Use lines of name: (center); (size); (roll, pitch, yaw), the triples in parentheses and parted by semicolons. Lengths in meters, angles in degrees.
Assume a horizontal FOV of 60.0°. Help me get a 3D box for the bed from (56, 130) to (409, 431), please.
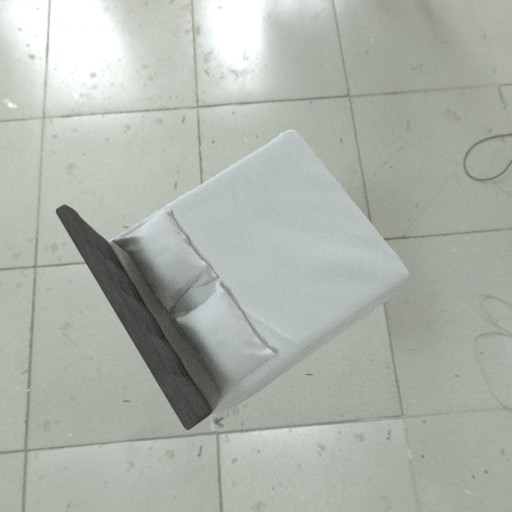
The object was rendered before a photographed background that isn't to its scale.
bed: (0.000, 0.000, 3.577); (2.222, 1.577, 1.936); (-33, 77, -9)
